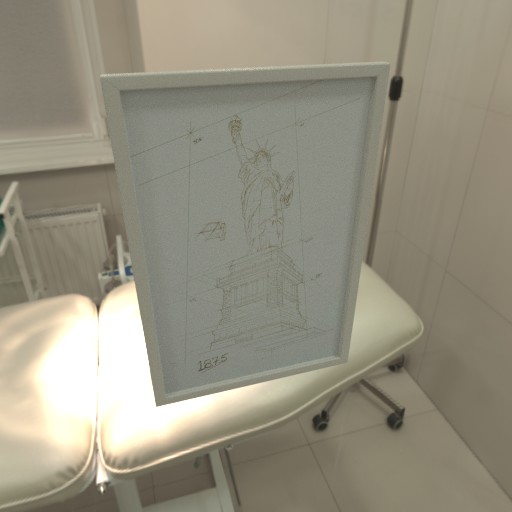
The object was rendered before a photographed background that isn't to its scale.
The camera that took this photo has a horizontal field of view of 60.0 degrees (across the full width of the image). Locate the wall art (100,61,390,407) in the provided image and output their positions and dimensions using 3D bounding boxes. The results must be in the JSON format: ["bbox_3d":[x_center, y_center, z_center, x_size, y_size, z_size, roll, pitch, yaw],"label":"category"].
[{"bbox_3d":[0.000,0.000,1.501,0.808,1.183,0.038,-9,32,-15],"label":"wall art"}]
